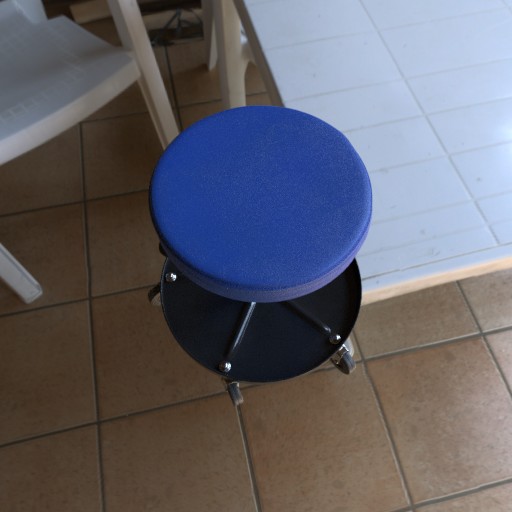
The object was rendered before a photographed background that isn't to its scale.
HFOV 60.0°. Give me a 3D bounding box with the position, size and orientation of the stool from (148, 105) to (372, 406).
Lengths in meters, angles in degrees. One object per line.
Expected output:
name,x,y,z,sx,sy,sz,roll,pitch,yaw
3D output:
stool,0.000,0.000,0.689,0.382,0.365,0.381,-17,63,-9
